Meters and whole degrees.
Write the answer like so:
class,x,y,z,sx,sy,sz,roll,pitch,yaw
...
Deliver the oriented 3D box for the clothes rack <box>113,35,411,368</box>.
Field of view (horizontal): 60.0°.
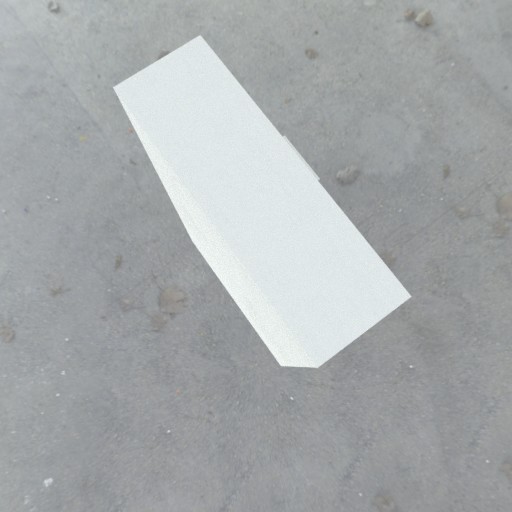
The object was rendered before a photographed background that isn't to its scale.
class,x,y,z,sx,sy,sz,roll,pitch,yaw
clothes rack,0.000,0.000,1.558,0.250,1.280,0.750,-35,79,-8
